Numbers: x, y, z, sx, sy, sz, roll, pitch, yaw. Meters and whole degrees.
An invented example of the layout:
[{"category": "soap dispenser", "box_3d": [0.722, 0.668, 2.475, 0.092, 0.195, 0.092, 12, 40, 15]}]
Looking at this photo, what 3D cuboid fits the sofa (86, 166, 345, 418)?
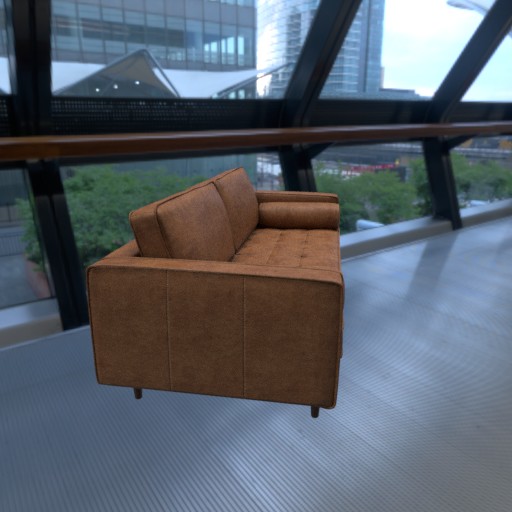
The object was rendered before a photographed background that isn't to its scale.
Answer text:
[{"category": "sofa", "box_3d": [0.000, 0.000, 2.432, 0.924, 0.825, 1.920, 3, 17, 9]}]
